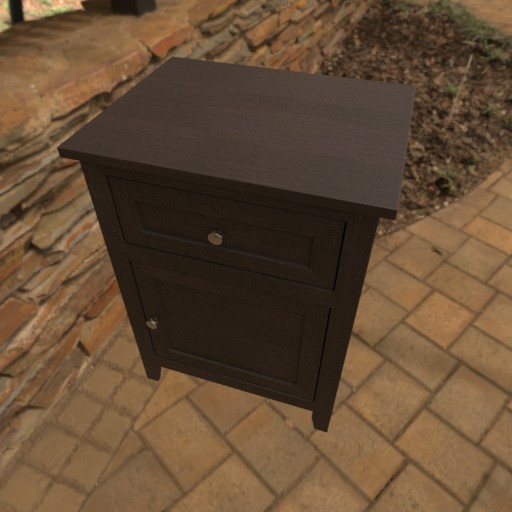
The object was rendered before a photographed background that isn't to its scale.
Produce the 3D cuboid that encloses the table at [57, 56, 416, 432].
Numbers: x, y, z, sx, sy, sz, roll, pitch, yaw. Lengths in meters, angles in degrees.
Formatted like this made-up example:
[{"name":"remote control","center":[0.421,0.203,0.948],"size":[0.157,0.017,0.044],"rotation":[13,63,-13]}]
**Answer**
[{"name":"table","center":[0.000,0.000,0.934],"size":[0.480,0.635,0.381],"rotation":[12,45,13]}]
